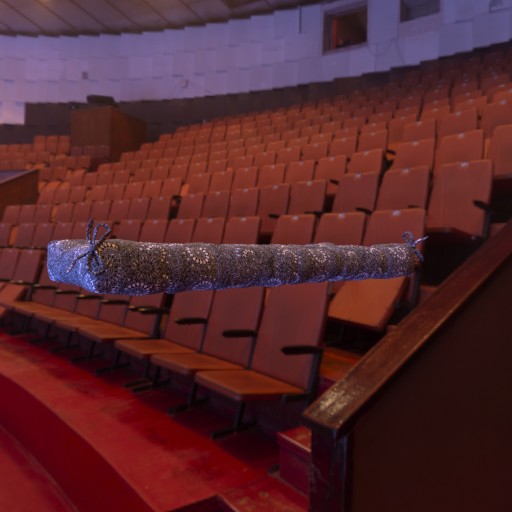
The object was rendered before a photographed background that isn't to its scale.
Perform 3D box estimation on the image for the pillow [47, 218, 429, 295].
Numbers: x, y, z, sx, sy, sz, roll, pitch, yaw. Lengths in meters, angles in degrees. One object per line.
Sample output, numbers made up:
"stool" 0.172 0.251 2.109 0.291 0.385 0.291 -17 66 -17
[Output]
"pillow" 0.000 0.000 1.379 1.194 0.174 0.511 -1 1 -36
